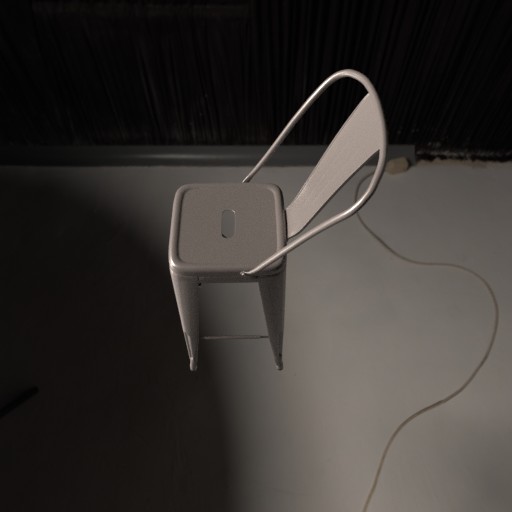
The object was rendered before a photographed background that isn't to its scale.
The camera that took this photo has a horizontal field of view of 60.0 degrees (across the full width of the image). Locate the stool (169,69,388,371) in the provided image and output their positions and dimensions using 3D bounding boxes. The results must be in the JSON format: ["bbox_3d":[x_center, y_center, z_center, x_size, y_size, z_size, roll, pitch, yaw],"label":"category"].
[{"bbox_3d":[0.000,0.000,1.346,0.513,1.096,0.399,-1,59,0],"label":"stool"}]
